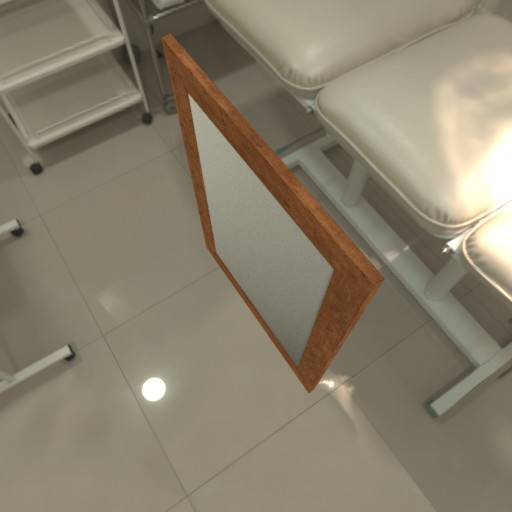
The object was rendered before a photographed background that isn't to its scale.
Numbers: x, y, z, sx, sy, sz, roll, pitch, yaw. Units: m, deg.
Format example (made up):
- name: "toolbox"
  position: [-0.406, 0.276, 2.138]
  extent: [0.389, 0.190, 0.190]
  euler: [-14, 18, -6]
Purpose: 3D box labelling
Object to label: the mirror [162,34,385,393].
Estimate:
- name: "mirror"
  position: [0.000, 0.000, 1.430]
  extent: [0.028, 1.099, 0.796]
  euler: [-31, 67, -14]
